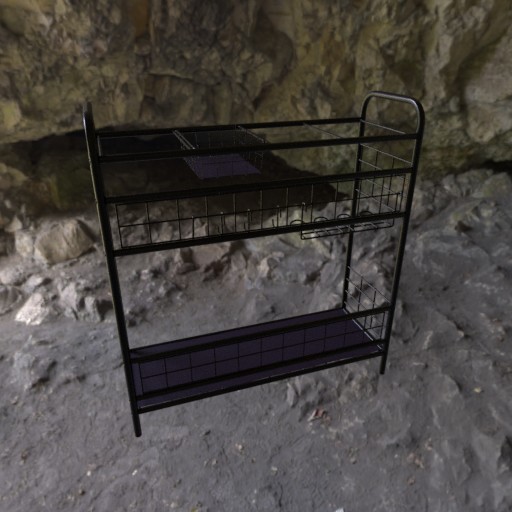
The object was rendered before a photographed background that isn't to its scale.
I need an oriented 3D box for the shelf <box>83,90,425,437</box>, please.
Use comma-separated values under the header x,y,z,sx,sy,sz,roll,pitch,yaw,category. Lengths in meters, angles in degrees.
x,y,z,sx,sy,sz,roll,pitch,yaw,category
0.000,0.000,1.522,0.961,1.026,0.350,-9,27,-17,shelf
